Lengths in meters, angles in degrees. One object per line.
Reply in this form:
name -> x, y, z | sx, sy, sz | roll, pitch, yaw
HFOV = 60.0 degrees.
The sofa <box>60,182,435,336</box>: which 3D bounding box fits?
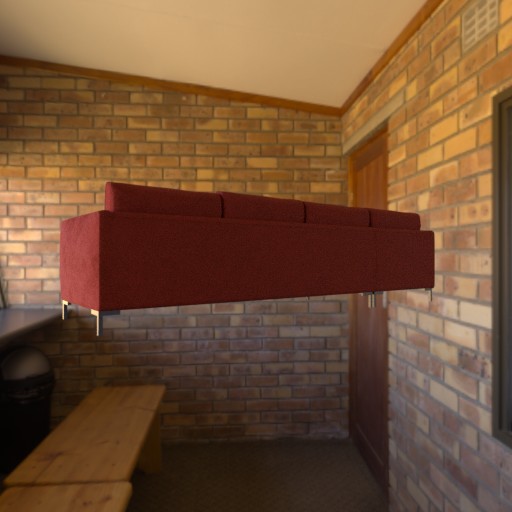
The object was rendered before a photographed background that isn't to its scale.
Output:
sofa -> 0.000, 0.000, 2.969 | 2.467, 0.663, 1.136 | 0, 0, -36
